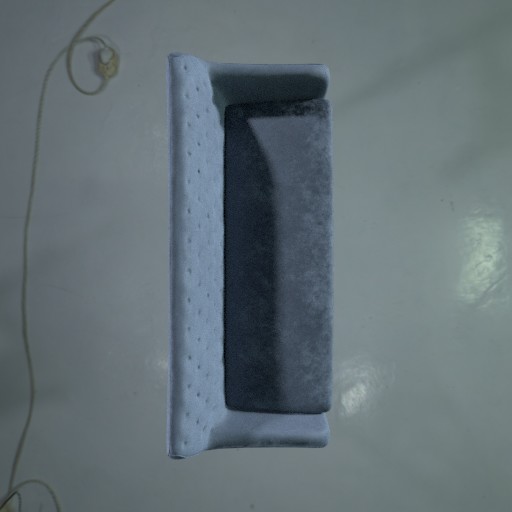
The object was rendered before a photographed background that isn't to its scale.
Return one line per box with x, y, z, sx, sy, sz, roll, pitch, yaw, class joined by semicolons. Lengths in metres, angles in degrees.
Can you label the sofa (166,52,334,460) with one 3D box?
0.000;0.000;2.406;0.841;0.832;1.975;0;90;0;sofa
